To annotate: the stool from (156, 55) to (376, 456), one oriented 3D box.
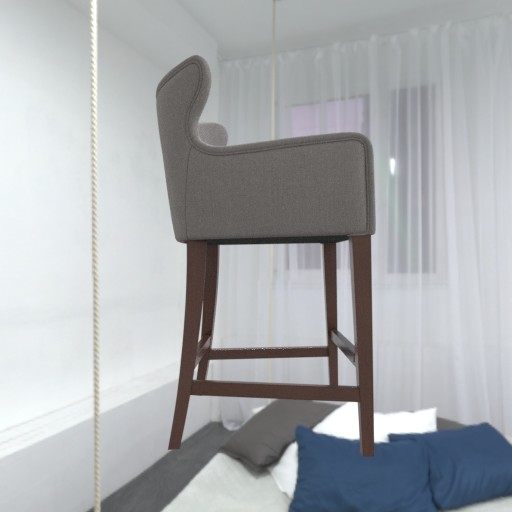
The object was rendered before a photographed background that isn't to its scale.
[{"bbox_3d":[0.000,0.000,1.314,0.575,0.951,0.575,0,-1,1],"label":"stool"}]
